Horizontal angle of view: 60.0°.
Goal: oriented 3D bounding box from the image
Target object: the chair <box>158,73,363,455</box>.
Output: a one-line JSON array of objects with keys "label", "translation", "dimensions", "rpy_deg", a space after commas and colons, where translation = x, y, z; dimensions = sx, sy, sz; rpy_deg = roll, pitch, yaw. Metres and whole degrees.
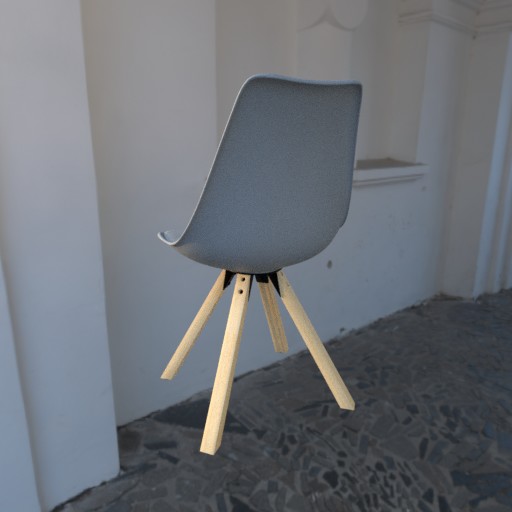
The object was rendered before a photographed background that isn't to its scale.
[{"label": "chair", "translation": [0.000, 0.000, 1.201], "dimensions": [0.485, 0.850, 0.549], "rpy_deg": [-7, 16, -25]}]
